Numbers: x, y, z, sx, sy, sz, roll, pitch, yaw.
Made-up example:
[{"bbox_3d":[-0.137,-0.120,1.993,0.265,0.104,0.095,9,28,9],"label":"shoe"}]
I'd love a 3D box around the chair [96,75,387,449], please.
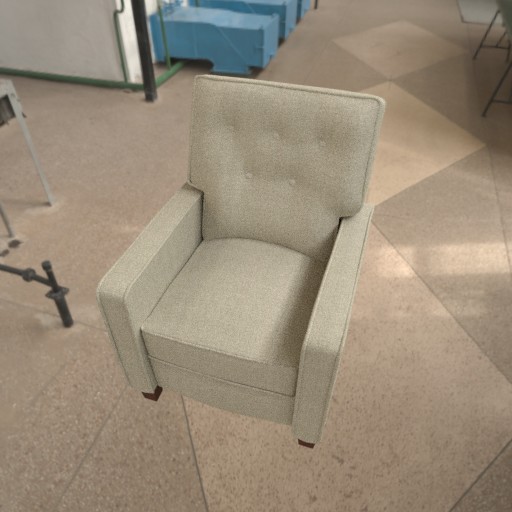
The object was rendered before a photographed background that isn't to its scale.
[{"bbox_3d":[0.000,0.000,1.391,0.648,0.888,0.754,12,43,13],"label":"chair"}]
